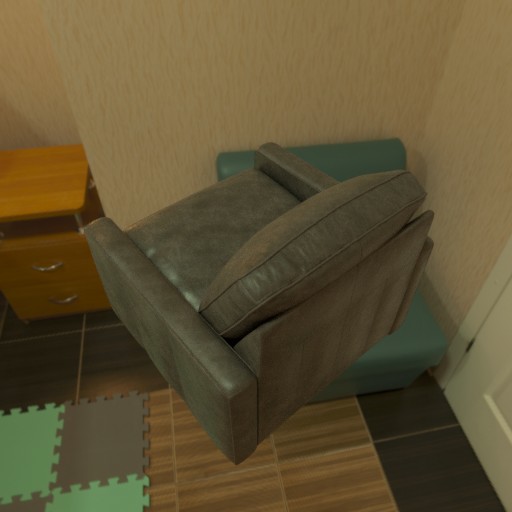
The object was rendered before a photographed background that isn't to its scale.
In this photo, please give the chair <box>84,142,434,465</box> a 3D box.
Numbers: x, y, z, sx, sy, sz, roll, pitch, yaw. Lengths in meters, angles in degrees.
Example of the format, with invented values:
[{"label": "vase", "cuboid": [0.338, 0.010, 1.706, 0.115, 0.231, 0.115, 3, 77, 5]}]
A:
[{"label": "chair", "cuboid": [0.000, 0.000, 1.764, 1.006, 0.916, 0.939, -31, 53, -27]}]
